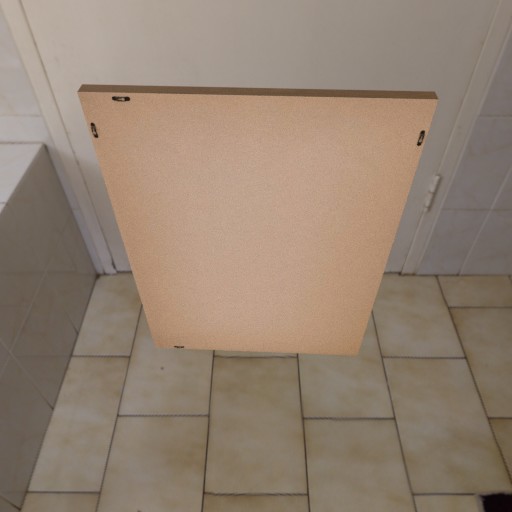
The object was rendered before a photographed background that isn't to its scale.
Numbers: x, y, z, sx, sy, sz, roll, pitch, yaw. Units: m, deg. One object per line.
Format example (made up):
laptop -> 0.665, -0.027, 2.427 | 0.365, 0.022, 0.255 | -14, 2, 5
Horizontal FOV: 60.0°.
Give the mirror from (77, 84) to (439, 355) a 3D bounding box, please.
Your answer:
mirror -> 0.000, 0.000, 1.312 | 0.762, 1.016, 0.040 | 2, 47, 2
